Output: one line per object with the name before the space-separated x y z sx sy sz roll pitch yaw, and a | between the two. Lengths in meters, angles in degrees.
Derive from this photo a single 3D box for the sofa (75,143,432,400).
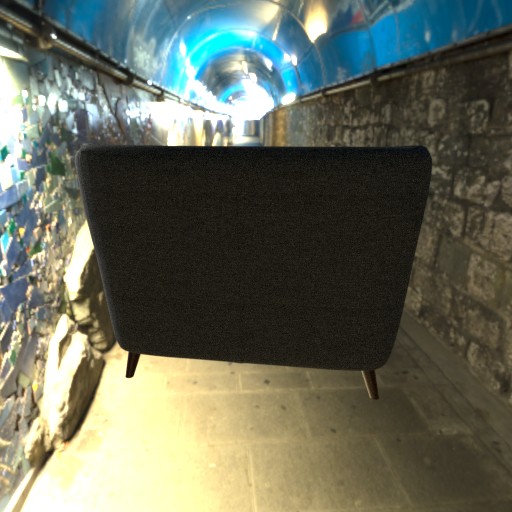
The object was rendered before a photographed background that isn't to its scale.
sofa | 0.000 0.000 2.062 1.358 1.028 0.874 2 16 8
